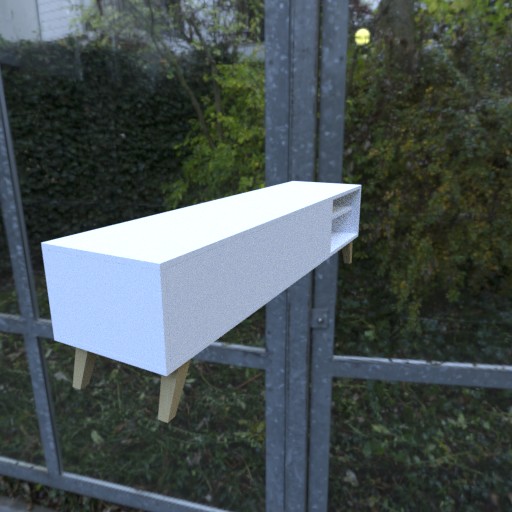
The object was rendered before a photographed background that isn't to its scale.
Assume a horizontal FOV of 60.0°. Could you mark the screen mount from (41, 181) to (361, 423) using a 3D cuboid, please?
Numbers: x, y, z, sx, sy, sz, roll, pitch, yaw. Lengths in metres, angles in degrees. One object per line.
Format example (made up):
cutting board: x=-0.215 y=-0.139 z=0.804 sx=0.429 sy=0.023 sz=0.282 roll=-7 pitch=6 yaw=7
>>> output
screen mount: x=0.000 y=0.000 z=1.829 sx=0.399 sy=0.432 sz=1.644 roll=8 pitch=18 yaw=27
